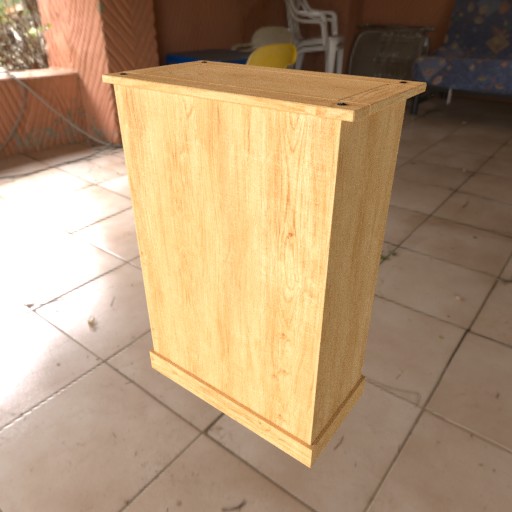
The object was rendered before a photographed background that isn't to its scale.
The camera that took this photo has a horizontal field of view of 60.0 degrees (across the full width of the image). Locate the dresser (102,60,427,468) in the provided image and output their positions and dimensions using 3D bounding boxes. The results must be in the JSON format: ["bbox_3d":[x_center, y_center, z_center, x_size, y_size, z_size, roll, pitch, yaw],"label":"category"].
[{"bbox_3d":[0.000,0.000,1.719,0.915,1.300,0.485,21,36,31],"label":"dresser"}]
